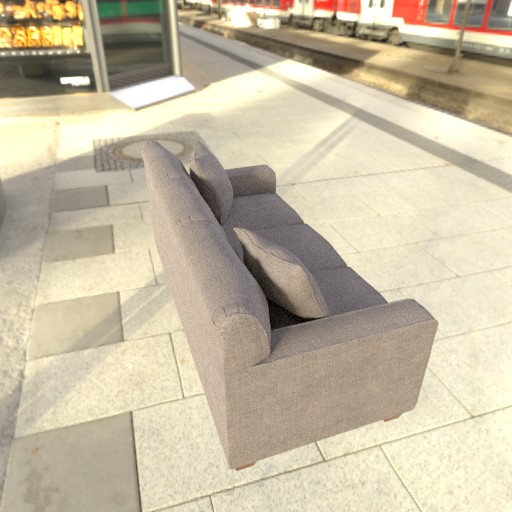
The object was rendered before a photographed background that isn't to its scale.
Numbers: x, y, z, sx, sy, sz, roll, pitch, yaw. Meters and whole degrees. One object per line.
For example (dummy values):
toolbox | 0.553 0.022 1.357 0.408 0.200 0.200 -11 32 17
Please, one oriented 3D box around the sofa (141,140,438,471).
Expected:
sofa | 0.000 0.000 2.613 0.997 0.958 2.024 -11 33 -17
